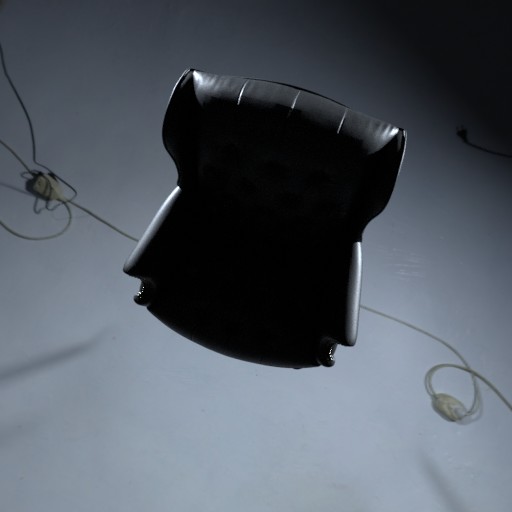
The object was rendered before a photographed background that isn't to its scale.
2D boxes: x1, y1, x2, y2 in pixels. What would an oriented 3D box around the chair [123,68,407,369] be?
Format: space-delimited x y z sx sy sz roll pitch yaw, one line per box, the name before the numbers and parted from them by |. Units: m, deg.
chair | 0.000 0.000 1.670 0.838 1.111 0.762 18 76 4
